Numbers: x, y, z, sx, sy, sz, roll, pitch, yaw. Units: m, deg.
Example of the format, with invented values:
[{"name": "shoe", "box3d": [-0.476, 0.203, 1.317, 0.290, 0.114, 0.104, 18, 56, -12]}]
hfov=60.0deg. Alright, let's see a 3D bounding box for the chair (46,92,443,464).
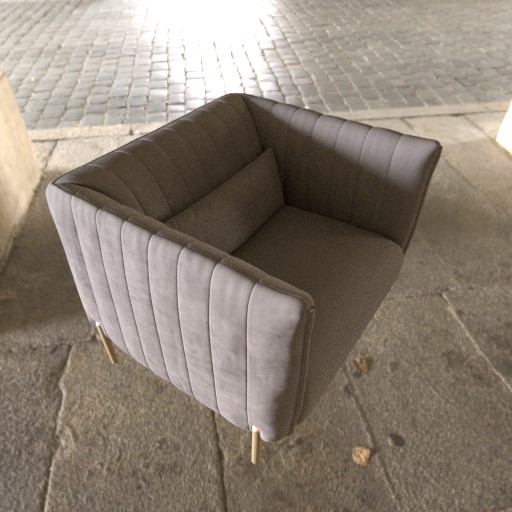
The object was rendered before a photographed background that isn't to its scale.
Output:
[{"name": "chair", "box3d": [0.000, 0.000, 1.583, 0.873, 0.779, 0.981, 24, 46, 26]}]
